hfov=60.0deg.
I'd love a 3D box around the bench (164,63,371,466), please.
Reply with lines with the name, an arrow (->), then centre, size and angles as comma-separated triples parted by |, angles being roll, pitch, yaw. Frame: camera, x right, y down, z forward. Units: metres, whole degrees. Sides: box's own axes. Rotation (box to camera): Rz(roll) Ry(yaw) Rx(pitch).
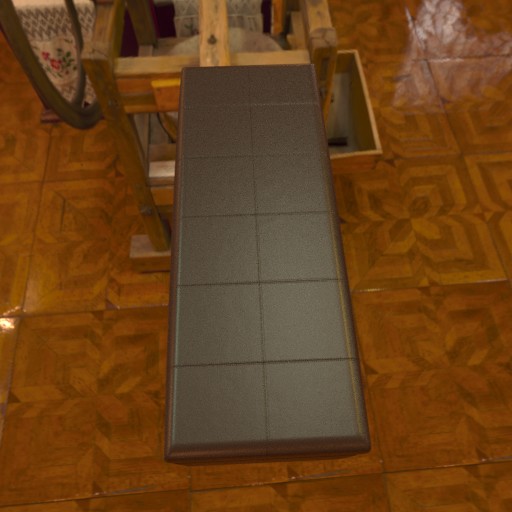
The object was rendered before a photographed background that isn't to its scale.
bench -> 0.000, 0.000, 1.297 | 0.429, 0.457, 1.092 | -2, 63, -1
